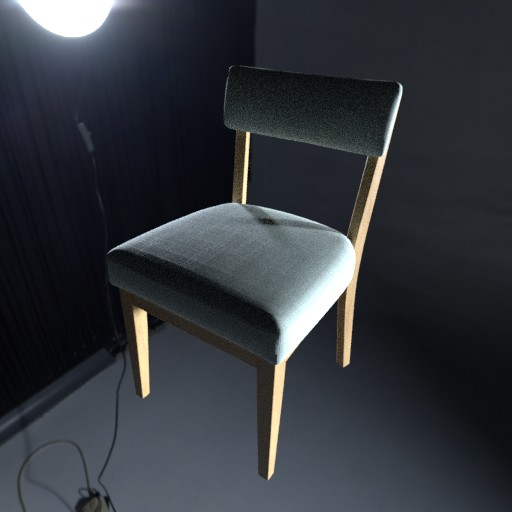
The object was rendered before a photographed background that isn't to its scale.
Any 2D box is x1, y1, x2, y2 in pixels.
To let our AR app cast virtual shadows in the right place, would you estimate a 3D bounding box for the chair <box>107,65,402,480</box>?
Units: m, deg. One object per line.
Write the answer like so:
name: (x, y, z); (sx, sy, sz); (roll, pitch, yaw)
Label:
chair: (0.000, 0.000, 1.147); (0.508, 0.832, 0.572); (20, 36, 30)
